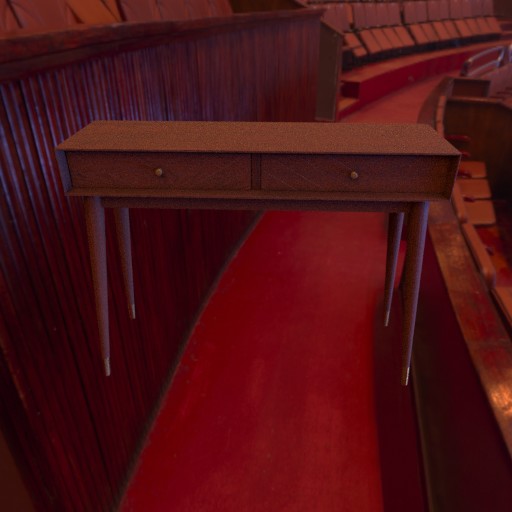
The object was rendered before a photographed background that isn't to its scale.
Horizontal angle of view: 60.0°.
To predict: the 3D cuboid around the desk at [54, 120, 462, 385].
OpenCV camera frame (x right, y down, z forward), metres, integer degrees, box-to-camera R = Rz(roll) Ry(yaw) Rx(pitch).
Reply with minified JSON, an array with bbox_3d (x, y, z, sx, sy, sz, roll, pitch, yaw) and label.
[{"bbox_3d":[0.000,0.000,1.681,1.204,0.917,0.384,1,30,2],"label":"desk"}]
